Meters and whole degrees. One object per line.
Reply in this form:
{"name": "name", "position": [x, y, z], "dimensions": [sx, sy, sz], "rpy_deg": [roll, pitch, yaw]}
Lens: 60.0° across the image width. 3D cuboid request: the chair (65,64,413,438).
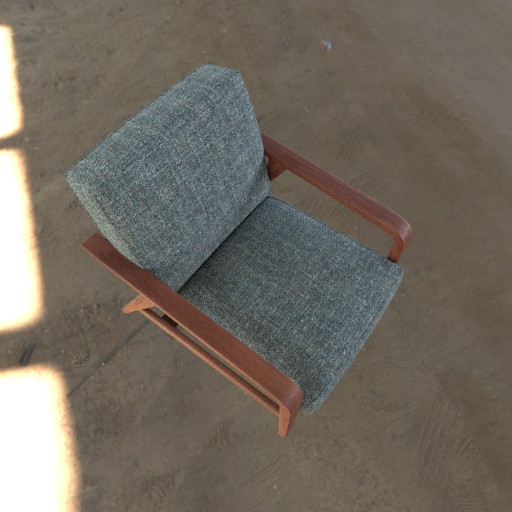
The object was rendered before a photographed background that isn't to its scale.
{"name": "chair", "position": [0.000, 0.000, 1.490], "dimensions": [0.889, 0.864, 0.719], "rpy_deg": [33, 64, 18]}
